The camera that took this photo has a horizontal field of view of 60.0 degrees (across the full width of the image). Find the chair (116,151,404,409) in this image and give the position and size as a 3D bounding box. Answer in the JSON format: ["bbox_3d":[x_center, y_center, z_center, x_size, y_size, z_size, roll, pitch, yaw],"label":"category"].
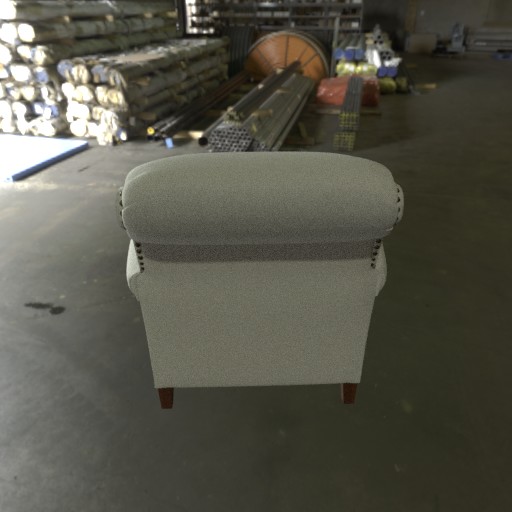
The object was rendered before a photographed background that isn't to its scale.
[{"bbox_3d":[0.000,0.000,1.594,0.854,0.927,0.890,-1,30,-2],"label":"chair"}]
